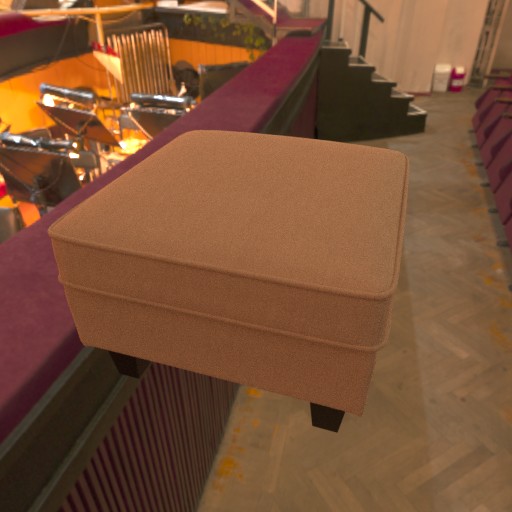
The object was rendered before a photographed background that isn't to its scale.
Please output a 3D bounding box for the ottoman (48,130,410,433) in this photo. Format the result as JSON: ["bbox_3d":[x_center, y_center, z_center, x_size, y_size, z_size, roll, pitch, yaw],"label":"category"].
[{"bbox_3d":[0.000,0.000,1.026,0.613,0.438,0.616,10,35,15],"label":"ottoman"}]
